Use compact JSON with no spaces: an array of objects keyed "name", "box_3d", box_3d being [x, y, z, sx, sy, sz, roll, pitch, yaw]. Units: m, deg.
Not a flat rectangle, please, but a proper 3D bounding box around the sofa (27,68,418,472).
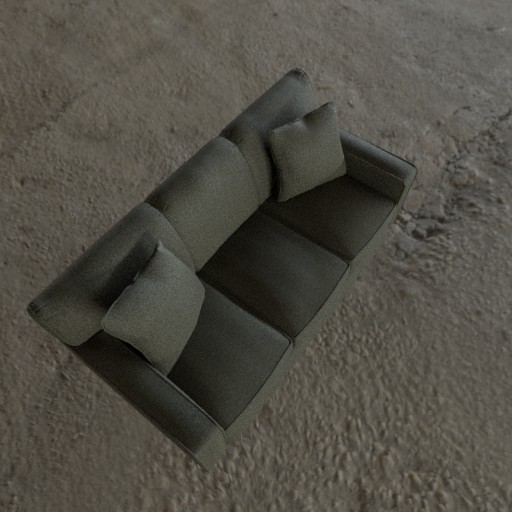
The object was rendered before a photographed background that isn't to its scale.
[{"name":"sofa","box_3d":[0.000,0.000,2.504,0.997,0.958,2.024,33,64,18]}]
